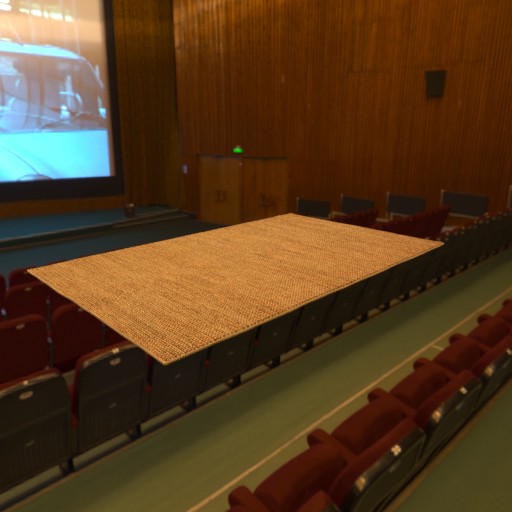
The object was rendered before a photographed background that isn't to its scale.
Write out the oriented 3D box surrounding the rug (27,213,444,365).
[{"bbox_3d":[0.000,0.000,3.004,2.438,0.034,1.521,-16,23,-42],"label":"rug"}]
